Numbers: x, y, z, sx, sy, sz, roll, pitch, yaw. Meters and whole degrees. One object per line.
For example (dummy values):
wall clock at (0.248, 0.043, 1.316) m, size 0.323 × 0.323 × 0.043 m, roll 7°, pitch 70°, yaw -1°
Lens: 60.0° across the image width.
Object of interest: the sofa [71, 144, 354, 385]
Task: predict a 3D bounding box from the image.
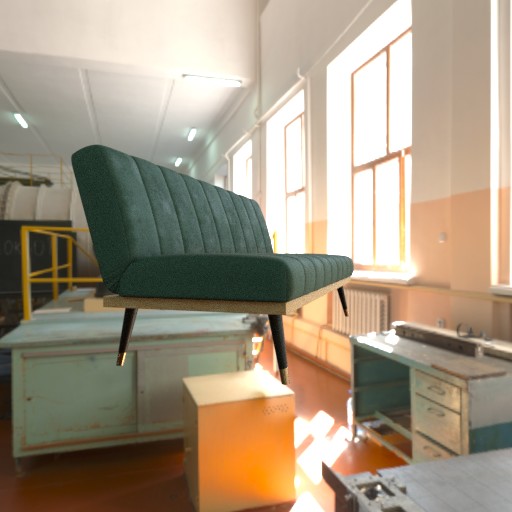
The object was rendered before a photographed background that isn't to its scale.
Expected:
sofa at (0.000, 0.000, 2.328) m, size 0.830 × 0.820 × 1.810 m, roll 0°, pitch 0°, yaw 18°
